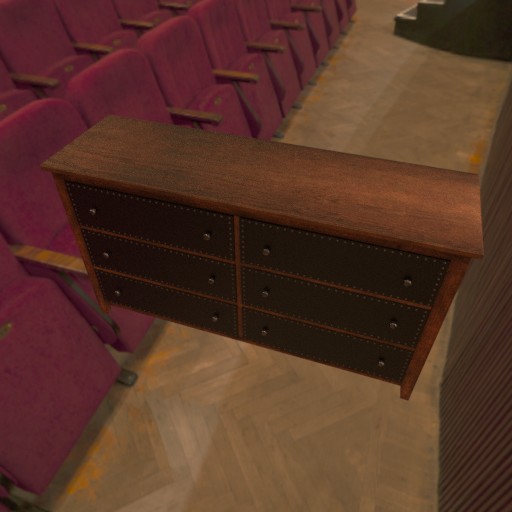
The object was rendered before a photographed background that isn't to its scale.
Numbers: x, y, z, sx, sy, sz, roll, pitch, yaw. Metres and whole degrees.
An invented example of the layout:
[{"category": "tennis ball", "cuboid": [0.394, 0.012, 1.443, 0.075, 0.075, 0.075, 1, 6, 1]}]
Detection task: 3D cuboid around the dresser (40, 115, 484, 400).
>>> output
[{"category": "dresser", "cuboid": [0.000, 0.000, 1.910, 1.551, 0.856, 0.463, 13, 44, 14]}]
